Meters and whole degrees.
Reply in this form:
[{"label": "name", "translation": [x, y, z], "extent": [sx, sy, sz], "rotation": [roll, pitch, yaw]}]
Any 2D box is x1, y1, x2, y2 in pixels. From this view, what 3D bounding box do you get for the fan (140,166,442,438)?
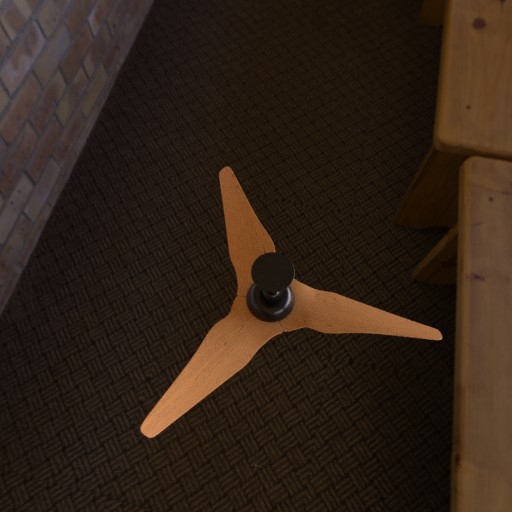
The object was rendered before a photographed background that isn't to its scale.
[{"label": "fan", "translation": [0.000, 0.000, 1.684], "extent": [1.142, 0.355, 1.010], "rotation": [-17, 66, -8]}]
